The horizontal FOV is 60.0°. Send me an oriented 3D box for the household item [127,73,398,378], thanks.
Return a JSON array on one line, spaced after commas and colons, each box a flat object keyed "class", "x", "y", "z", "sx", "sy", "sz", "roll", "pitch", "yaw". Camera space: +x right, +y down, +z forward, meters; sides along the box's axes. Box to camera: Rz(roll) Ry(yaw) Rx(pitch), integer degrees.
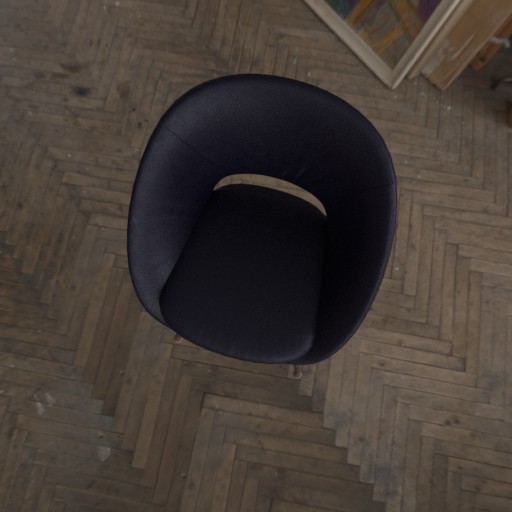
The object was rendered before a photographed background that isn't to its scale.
[{"class": "household item", "x": 0.000, "y": 0.000, "z": 1.245, "sx": 0.623, "sy": 0.852, "sz": 0.573, "roll": 16, "pitch": 76, "yaw": 4}]
